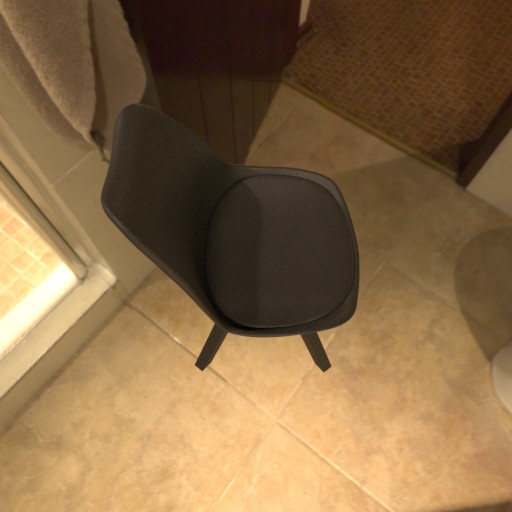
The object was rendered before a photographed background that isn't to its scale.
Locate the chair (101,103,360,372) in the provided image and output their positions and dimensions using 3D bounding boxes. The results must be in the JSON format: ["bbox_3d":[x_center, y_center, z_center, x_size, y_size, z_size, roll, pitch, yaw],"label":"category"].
[{"bbox_3d":[0.000,0.000,1.195,0.550,0.850,0.485,1,65,0],"label":"chair"}]
